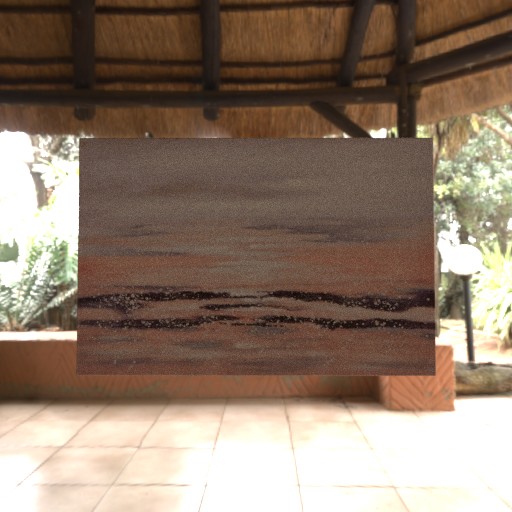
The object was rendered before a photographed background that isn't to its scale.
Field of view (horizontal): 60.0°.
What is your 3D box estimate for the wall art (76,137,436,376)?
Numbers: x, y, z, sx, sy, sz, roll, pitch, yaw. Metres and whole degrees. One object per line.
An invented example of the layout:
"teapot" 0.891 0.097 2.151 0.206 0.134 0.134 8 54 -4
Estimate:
"wall art" 0.000 0.000 1.150 0.913 0.609 0.038 0 -2 0
